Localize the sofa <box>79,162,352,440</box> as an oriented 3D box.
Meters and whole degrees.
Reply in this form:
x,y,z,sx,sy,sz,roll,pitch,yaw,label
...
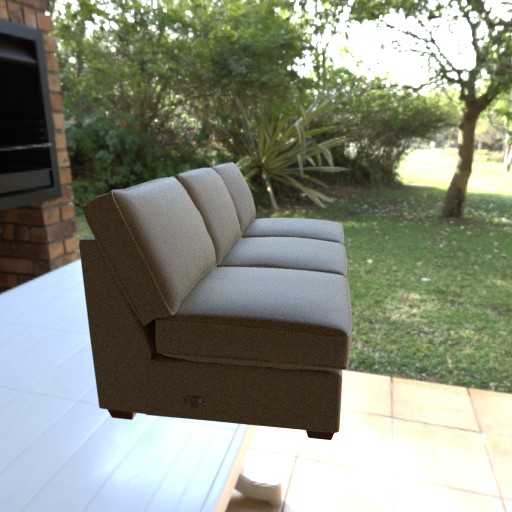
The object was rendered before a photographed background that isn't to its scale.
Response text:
x,y,z,sx,sy,sz,roll,pitch,yaw,label
0.000,0.000,2.529,1.027,0.973,1.962,3,16,9,sofa
